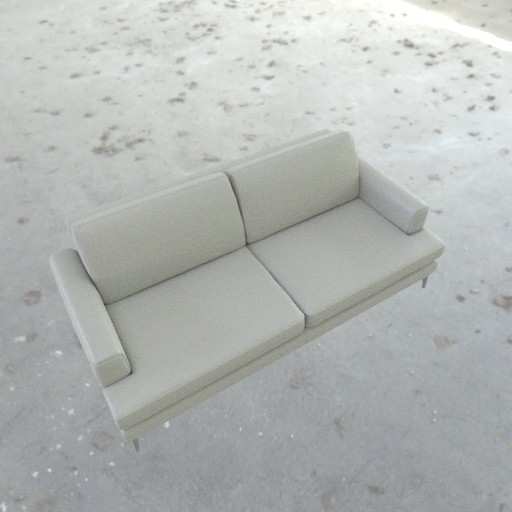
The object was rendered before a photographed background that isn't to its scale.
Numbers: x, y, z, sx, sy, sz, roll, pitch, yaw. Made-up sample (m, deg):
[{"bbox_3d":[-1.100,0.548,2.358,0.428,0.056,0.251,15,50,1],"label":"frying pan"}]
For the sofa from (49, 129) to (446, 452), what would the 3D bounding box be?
[{"bbox_3d":[0.000,0.000,2.399,1.940,0.765,0.974,-24,50,-22],"label":"sofa"}]
